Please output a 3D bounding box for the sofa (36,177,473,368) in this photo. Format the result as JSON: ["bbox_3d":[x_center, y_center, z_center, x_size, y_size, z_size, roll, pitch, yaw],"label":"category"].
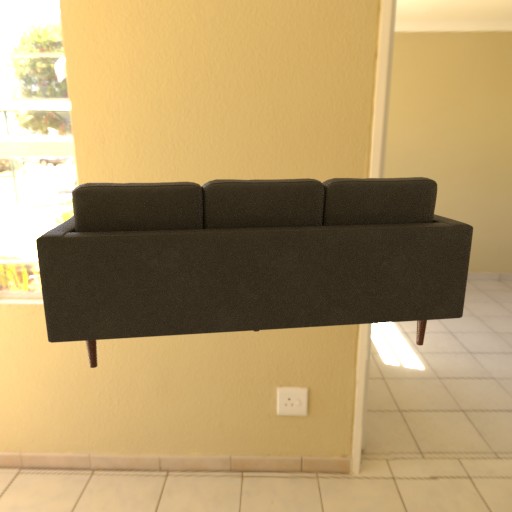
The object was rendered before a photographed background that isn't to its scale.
[{"bbox_3d":[0.000,0.000,2.501,2.029,0.899,0.879,-2,15,-8],"label":"sofa"}]
